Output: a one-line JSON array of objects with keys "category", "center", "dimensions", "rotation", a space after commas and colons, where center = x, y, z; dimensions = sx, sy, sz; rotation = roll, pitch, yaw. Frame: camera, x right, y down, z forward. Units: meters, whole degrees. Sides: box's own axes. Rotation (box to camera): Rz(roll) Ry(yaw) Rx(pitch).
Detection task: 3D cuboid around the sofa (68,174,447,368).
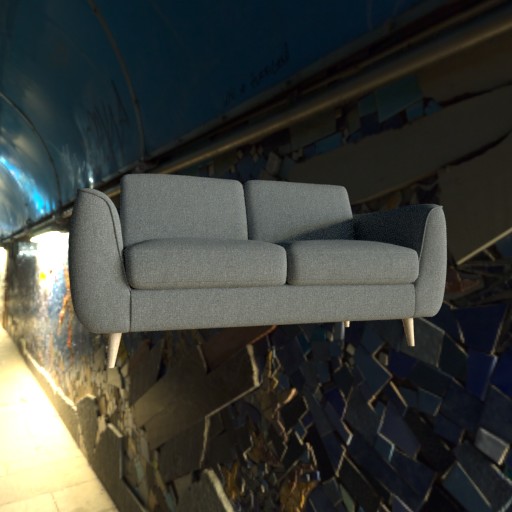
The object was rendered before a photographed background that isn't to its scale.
[{"category": "sofa", "center": [0.000, 0.000, 2.241], "dimensions": [1.700, 0.870, 0.920], "rotation": [0, 0, -18]}]
